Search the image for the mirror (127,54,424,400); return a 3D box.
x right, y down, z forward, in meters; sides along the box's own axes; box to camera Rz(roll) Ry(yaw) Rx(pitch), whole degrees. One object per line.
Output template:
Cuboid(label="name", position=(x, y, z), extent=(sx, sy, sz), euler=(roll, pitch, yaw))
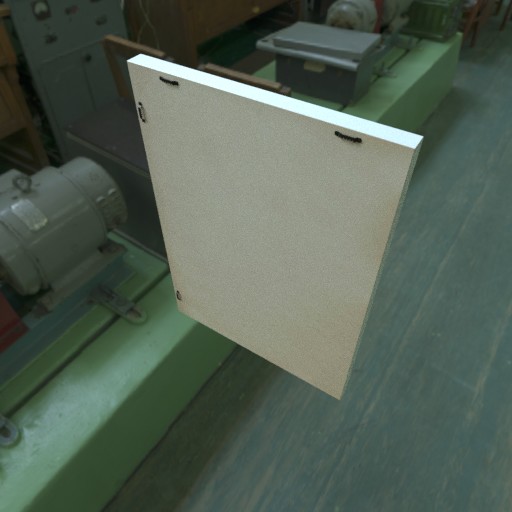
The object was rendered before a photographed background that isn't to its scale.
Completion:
Cuboid(label="mirror", position=(0.000, 0.000, 0.931), extent=(0.507, 0.710, 0.040), euler=(25, 51, 22))
